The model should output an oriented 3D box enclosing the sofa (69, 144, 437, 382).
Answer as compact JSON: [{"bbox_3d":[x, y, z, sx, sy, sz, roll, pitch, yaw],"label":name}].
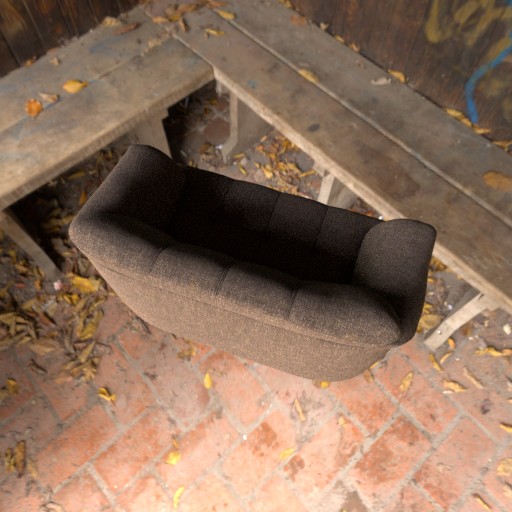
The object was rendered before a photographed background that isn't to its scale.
[{"bbox_3d":[0.000,0.000,1.995,1.404,0.895,0.799,17,64,9],"label":"sofa"}]
